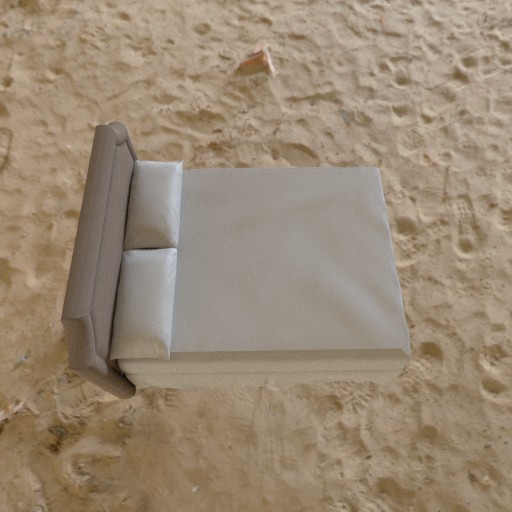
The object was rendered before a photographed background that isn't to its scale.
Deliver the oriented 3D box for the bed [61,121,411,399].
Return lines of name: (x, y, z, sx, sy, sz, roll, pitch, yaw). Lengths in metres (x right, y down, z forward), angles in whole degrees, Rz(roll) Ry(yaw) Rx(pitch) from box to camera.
bed: (0.000, 0.000, 3.267, 2.164, 1.303, 1.828, -1, 64, 0)
